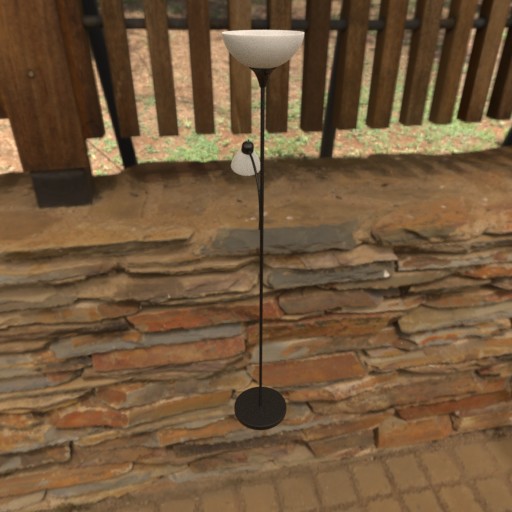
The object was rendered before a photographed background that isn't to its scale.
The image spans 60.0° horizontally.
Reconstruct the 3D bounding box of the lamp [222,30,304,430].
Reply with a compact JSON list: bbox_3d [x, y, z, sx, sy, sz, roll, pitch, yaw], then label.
[{"bbox_3d":[0.000,0.000,1.990,0.279,1.804,0.442,-8,31,-14],"label":"lamp"}]
